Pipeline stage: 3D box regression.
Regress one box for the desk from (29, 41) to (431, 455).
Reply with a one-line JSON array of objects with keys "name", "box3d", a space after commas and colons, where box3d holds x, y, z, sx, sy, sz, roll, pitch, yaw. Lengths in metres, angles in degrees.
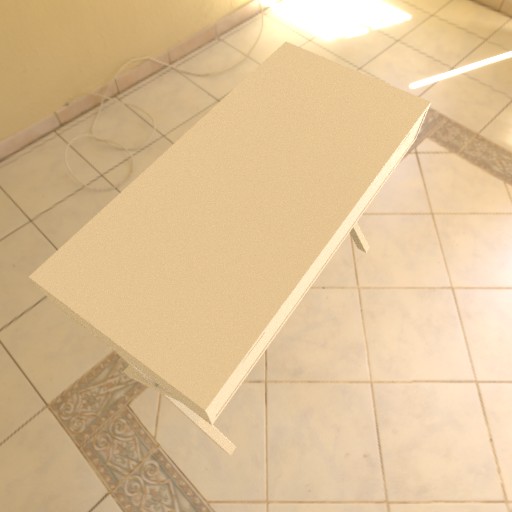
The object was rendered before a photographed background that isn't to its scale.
[{"name": "desk", "box3d": [0.000, 0.000, 1.475, 0.509, 0.780, 1.059, 31, 64, 17]}]
